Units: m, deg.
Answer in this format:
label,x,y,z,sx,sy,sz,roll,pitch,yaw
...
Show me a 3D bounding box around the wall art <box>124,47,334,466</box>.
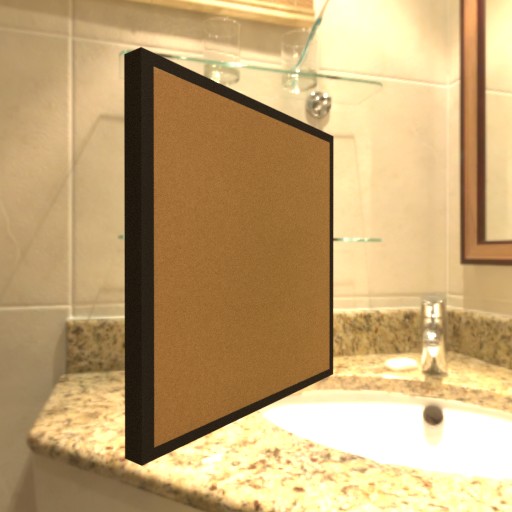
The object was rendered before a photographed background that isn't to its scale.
label,x,y,z,sx,sy,sz,roll,pitch,yaw
wall art,0.000,0.000,0.750,0.033,0.507,0.508,0,0,37
